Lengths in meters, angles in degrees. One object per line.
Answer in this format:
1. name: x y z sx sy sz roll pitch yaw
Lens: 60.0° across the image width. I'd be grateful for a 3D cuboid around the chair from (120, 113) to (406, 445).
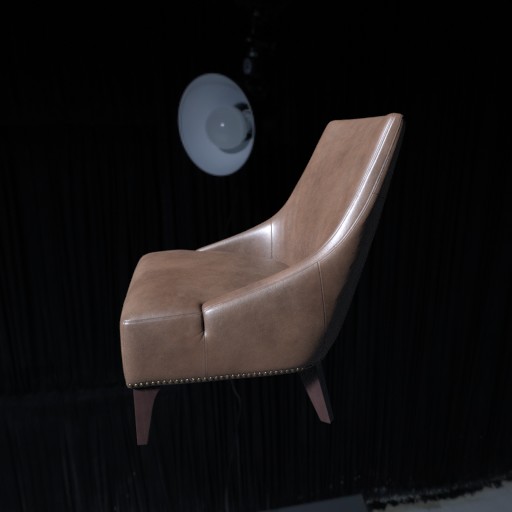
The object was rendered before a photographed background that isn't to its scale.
1. chair: 0.000 0.000 1.509 0.861 0.909 0.701 -2 15 -9
